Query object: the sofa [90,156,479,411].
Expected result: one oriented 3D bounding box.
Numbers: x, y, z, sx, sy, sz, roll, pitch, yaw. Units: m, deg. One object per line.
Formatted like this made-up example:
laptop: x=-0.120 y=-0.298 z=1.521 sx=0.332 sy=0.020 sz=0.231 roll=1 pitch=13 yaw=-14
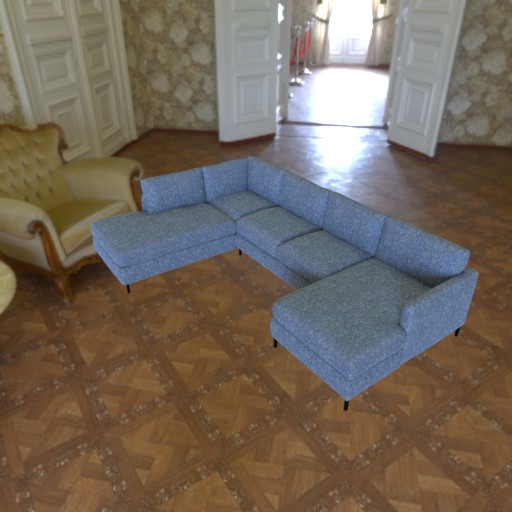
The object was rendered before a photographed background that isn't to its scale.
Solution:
sofa: x=0.000 y=0.000 z=3.604 sx=1.879 sy=0.756 sz=2.737 roll=-20 pitch=35 yaw=-30
